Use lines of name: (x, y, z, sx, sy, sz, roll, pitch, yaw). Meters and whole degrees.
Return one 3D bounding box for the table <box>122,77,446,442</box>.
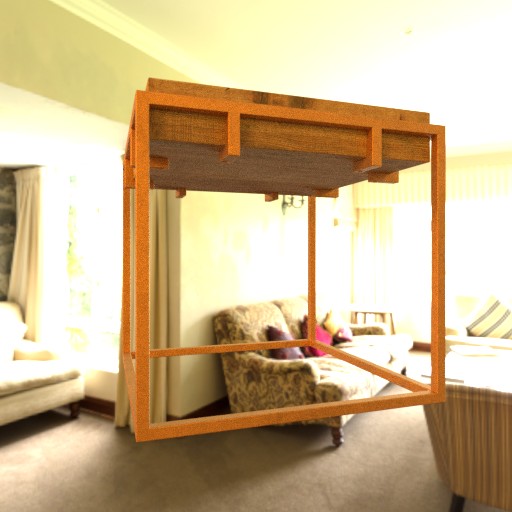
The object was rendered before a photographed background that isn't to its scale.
table: (0.000, 0.000, 1.075, 0.599, 0.584, 0.599, 0, 0, -19)
